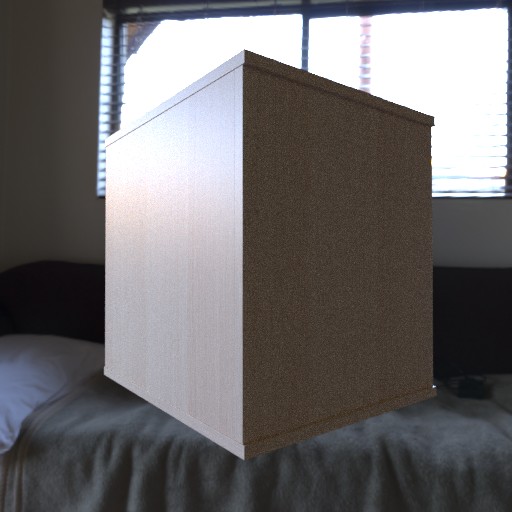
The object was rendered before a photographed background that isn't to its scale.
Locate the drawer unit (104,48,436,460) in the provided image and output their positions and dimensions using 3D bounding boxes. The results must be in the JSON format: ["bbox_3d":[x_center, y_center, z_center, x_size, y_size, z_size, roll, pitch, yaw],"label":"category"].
[{"bbox_3d":[0.000,0.000,0.596,0.290,0.344,0.349,0,-1,-37],"label":"drawer unit"}]
